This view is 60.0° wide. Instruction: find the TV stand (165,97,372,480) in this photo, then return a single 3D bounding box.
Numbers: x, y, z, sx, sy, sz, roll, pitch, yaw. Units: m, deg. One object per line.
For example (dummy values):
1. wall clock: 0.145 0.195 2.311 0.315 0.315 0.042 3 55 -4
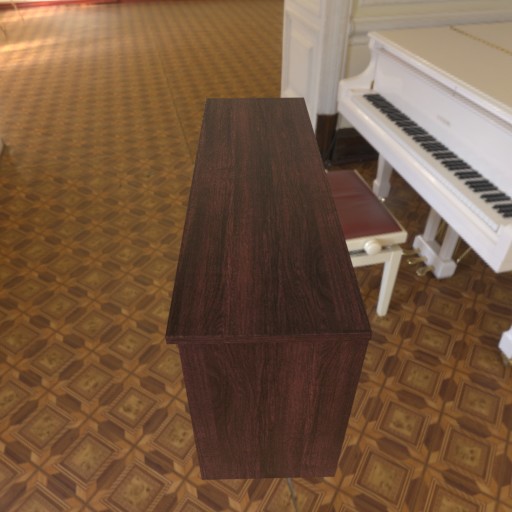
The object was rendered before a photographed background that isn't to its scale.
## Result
1. TV stand: 0.000 0.000 1.470 0.404 0.614 1.192 -1 40 -1
